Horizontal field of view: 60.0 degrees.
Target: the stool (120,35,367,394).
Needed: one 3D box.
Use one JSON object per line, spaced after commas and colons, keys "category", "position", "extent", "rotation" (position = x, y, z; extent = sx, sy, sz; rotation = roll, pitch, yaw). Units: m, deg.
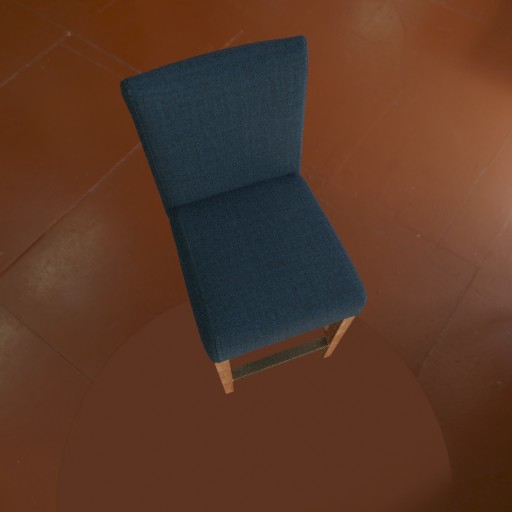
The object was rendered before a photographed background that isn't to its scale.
{"category": "stool", "position": [0.000, 0.000, 1.332], "extent": [0.454, 1.039, 0.567], "rotation": [-18, 66, -8]}
